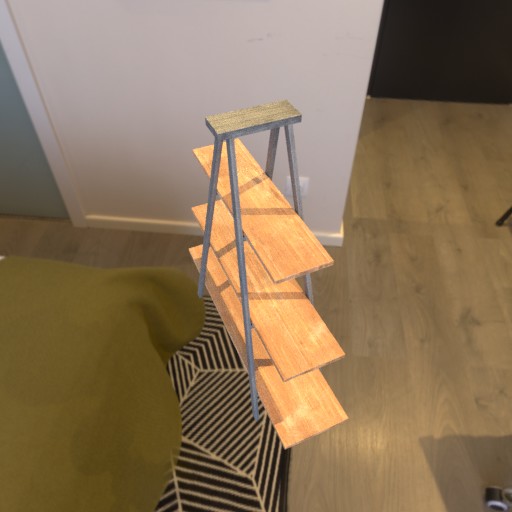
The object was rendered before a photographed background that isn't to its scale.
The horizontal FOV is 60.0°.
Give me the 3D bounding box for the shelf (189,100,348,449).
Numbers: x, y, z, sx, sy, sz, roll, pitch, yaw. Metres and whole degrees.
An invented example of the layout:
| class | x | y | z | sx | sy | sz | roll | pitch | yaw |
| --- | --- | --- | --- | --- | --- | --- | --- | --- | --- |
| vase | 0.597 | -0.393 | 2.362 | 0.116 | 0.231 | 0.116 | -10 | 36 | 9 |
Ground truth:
| class | x | y | z | sx | sy | sz | roll | pitch | yaw |
| --- | --- | --- | --- | --- | --- | --- | --- | --- | --- |
| shelf | 0.000 | 0.000 | 2.655 | 0.508 | 1.808 | 1.746 | -18 | 49 | -16 |
